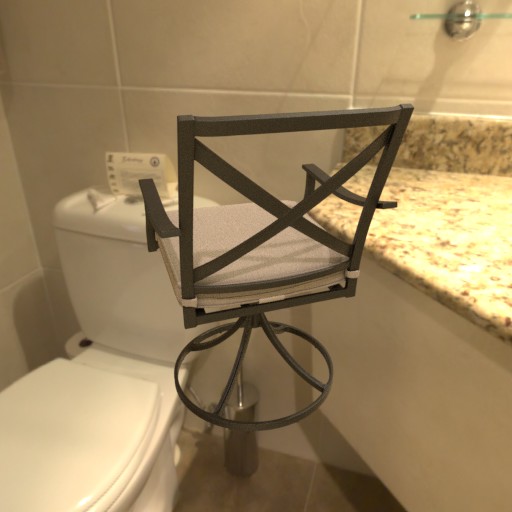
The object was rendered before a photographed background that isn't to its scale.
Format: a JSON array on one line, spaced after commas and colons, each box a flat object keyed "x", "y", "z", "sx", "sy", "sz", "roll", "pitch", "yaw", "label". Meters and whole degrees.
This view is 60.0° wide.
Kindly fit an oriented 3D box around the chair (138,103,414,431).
[{"x": 0.000, "y": 0.000, "z": 1.283, "sx": 0.575, "sy": 0.889, "sz": 0.620, "roll": -9, "pitch": 28, "yaw": -17, "label": "chair"}]
